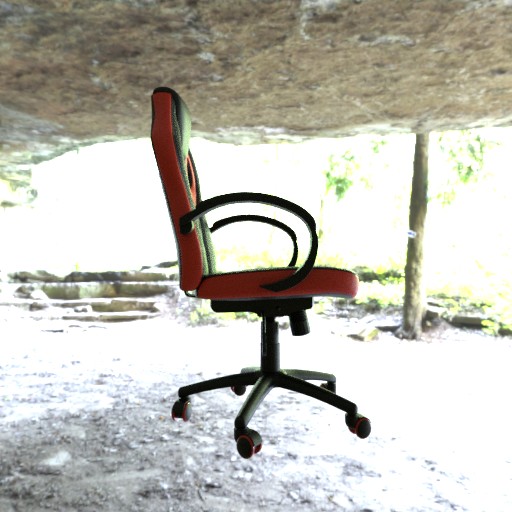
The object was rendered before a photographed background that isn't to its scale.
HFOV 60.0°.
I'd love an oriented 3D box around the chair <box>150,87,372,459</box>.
[{"bbox_3d":[0.000,0.000,1.391,0.642,1.016,0.600,0,-1,-1],"label":"chair"}]
